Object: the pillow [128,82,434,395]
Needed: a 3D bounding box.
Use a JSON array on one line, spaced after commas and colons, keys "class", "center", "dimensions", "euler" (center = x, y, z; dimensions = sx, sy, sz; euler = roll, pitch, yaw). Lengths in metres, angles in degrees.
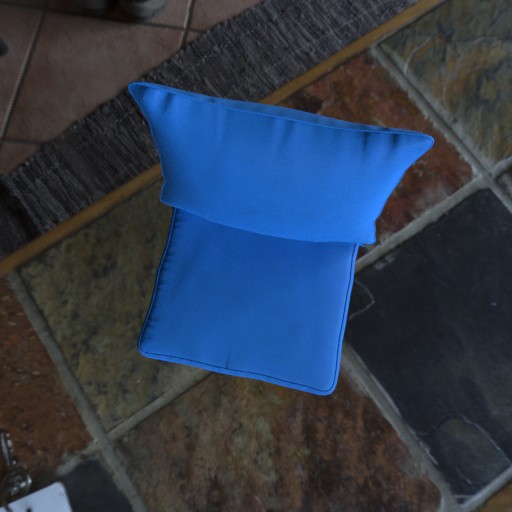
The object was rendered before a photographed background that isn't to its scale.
[{"class": "pillow", "center": [0.000, 0.000, 1.353], "dimensions": [0.798, 0.725, 0.733], "euler": [11, 76, 3]}]
